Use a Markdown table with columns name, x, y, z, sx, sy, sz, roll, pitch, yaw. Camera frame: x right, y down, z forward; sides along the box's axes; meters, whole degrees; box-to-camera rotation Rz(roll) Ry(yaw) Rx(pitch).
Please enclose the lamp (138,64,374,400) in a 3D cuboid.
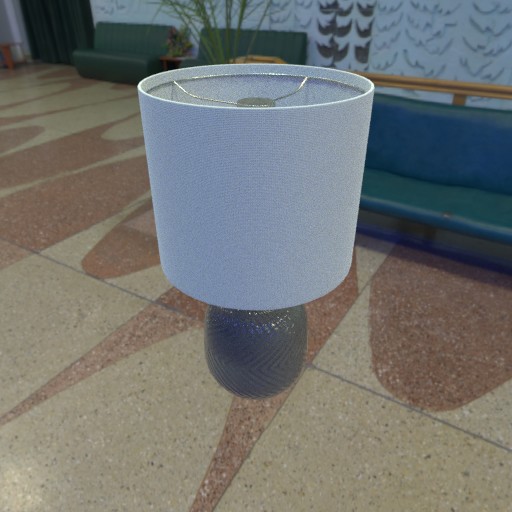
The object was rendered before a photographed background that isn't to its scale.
| name | x | y | z | sx | sy | sz | roll | pitch | yaw |
| --- | --- | --- | --- | --- | --- | --- | --- | --- | --- |
| lamp | 0.000 | 0.000 | 0.491 | 0.207 | 0.366 | 0.207 | 19 | 36 | 28 |
